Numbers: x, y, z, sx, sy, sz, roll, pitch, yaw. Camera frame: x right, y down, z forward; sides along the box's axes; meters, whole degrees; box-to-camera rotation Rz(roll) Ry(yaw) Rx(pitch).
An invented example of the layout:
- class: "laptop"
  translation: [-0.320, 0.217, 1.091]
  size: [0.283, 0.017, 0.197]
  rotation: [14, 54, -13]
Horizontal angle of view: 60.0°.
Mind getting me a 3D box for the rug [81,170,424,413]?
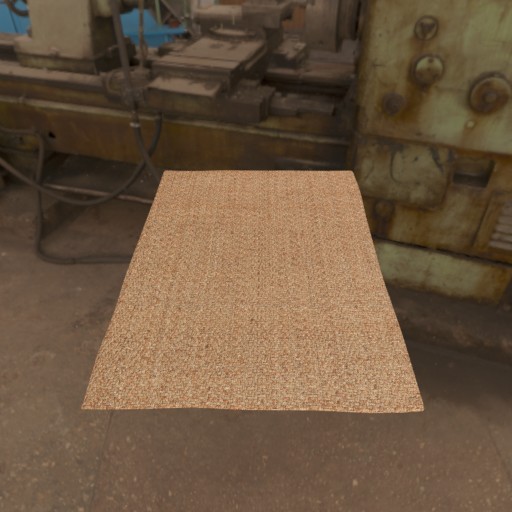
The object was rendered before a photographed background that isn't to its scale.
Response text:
- class: "rug"
  translation: [0.000, 0.000, 2.780]
  size: [1.566, 0.013, 2.141]
  rotation: [0, 40, 0]
